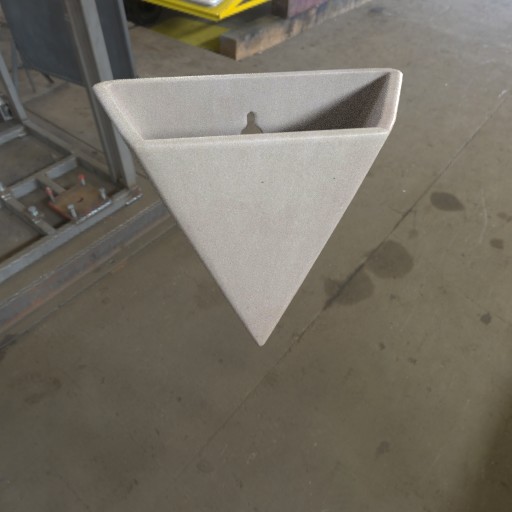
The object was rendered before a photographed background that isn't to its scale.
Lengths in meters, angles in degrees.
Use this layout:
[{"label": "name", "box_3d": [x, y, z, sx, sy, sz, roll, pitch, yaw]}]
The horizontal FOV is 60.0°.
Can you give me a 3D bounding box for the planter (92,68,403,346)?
[{"label": "planter", "box_3d": [0.000, 0.000, 0.268, 0.150, 0.197, 0.060, -4, 47, -4]}]
